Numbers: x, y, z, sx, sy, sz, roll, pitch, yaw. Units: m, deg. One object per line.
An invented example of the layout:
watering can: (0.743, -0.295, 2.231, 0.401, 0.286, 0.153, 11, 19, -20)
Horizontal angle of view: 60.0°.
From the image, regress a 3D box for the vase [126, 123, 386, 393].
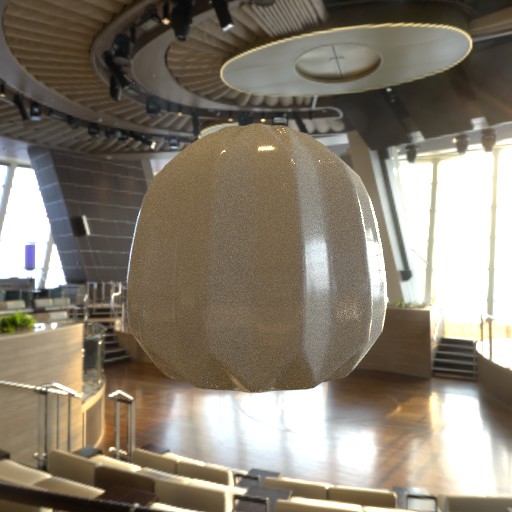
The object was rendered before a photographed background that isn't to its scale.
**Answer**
vase: (0.000, 0.000, 0.249, 0.139, 0.134, 0.139, 0, -2, 0)
